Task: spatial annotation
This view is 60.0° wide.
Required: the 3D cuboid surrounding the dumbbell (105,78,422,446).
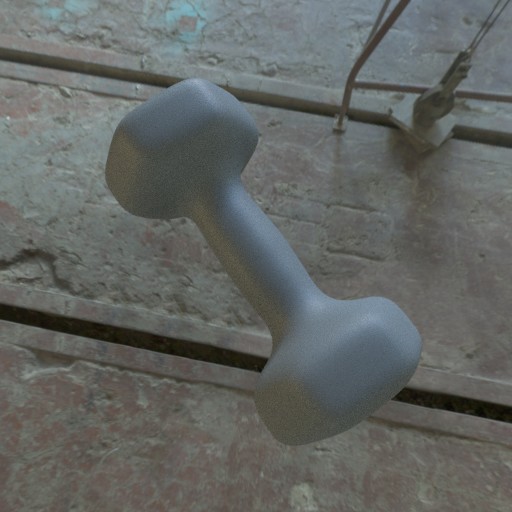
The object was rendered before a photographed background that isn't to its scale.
[{"bbox_3d":[0.000,0.000,0.231,0.090,0.081,0.184,-33,78,-8],"label":"dumbbell"}]
